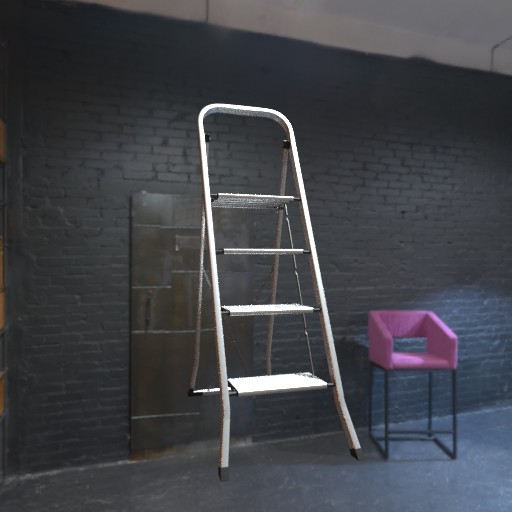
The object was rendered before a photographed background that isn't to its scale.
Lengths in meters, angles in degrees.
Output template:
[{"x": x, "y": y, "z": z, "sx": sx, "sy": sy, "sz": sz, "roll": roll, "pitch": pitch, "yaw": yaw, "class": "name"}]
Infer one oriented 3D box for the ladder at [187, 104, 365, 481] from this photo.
[{"x": 0.000, "y": 0.000, "z": 1.727, "sx": 0.465, "sy": 1.290, "sz": 0.830, "roll": 0, "pitch": -1, "yaw": -17, "class": "ladder"}]
